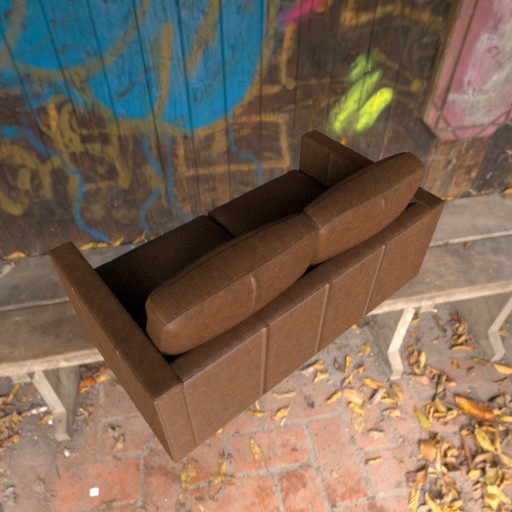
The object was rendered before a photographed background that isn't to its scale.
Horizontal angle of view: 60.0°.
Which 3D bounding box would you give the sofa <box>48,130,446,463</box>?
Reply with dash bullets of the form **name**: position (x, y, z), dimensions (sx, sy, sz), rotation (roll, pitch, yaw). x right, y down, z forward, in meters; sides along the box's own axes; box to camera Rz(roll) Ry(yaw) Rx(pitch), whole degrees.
- **sofa**: position (0.000, 0.000, 2.121), dimensions (1.578, 0.951, 0.909), rotation (-30, 53, -27)
